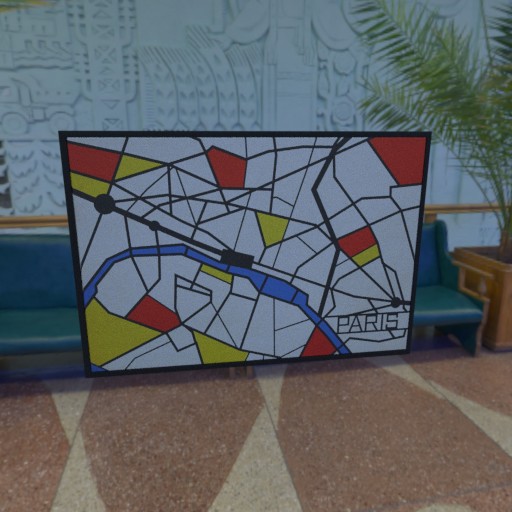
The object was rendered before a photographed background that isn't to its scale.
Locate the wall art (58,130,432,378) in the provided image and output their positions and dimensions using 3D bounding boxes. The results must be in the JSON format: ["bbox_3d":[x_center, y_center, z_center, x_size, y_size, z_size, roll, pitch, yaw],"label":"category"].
[{"bbox_3d":[0.000,0.000,1.225,0.963,0.665,0.013,-2,15,-8],"label":"wall art"}]
